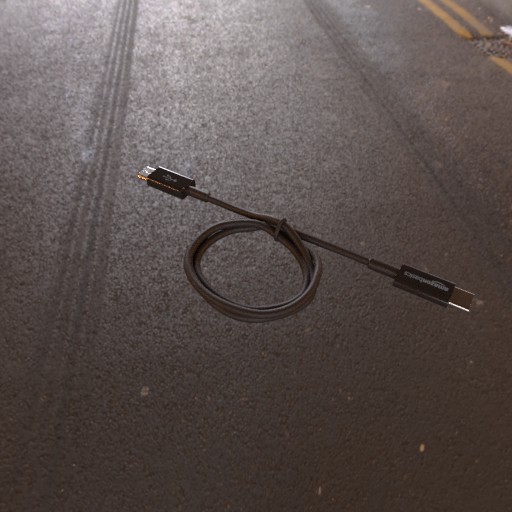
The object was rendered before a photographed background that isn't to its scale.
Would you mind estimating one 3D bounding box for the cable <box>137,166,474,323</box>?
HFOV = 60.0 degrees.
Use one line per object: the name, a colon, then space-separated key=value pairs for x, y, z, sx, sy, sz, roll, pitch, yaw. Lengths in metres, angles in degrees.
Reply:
cable: x=0.000 y=0.000 z=0.214 sx=0.192 sy=0.014 sz=0.070 roll=23 pitch=51 yaw=21
